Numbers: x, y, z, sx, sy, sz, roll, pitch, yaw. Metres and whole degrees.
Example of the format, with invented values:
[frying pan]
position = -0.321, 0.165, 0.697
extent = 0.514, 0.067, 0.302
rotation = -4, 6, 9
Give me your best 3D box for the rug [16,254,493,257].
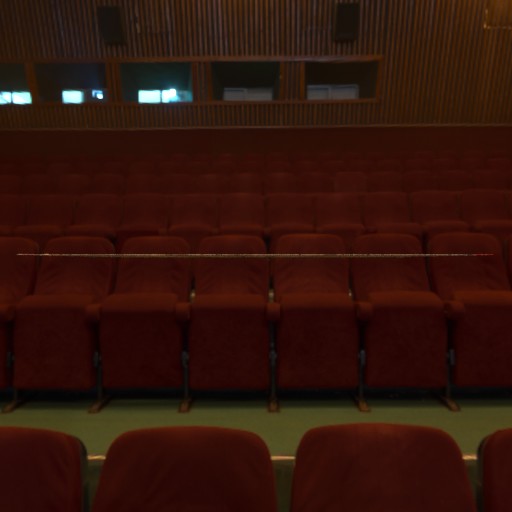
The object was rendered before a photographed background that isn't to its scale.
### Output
[rug]
position = 0.000, 0.000, 2.981
extent = 2.465, 0.012, 1.465
rotation = 0, -1, 0
